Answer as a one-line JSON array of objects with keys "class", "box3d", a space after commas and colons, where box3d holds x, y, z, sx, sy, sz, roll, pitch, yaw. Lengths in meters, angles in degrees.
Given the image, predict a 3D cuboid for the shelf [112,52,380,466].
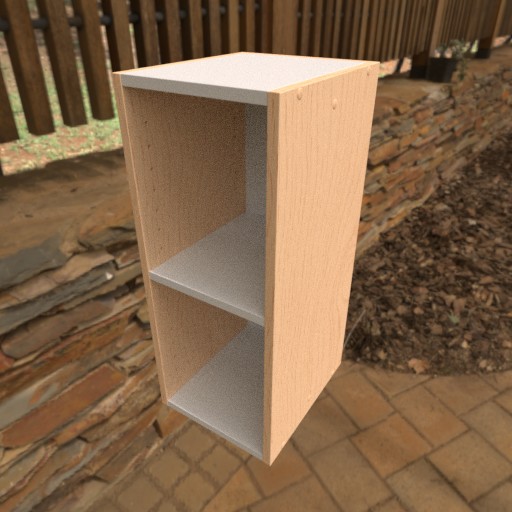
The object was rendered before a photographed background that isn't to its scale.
[{"class": "shelf", "box3d": [0.000, 0.000, 0.758, 0.250, 0.600, 0.290, 18, 35, 28]}]
